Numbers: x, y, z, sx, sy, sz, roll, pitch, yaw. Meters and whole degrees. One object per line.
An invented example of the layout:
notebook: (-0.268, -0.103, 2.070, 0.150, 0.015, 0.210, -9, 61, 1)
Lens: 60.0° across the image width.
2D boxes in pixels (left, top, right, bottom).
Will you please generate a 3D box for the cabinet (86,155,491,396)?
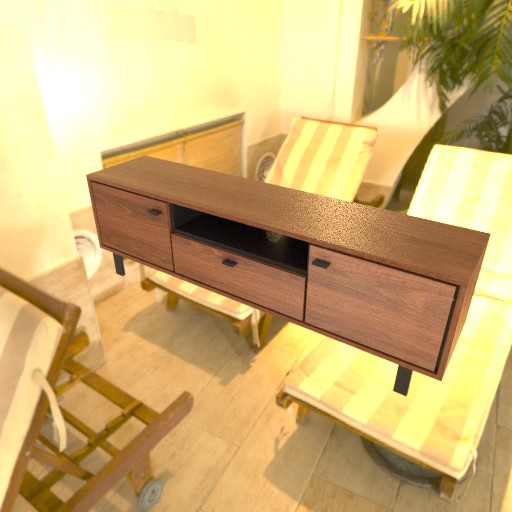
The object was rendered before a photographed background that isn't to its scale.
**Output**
cabinet: (0.000, 0.000, 1.878, 1.650, 0.500, 0.400, 18, 34, 29)
